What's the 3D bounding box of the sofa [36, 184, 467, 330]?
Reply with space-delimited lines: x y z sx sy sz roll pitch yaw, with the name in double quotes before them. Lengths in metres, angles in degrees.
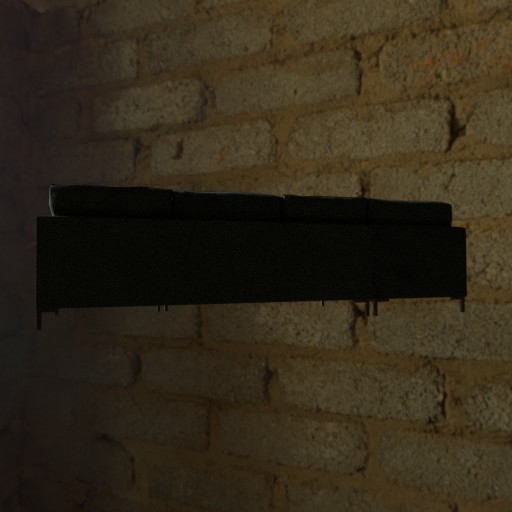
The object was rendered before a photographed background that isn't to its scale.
"sofa" 0.000 0.000 4.017 3.400 0.967 1.500 0 -1 -17
